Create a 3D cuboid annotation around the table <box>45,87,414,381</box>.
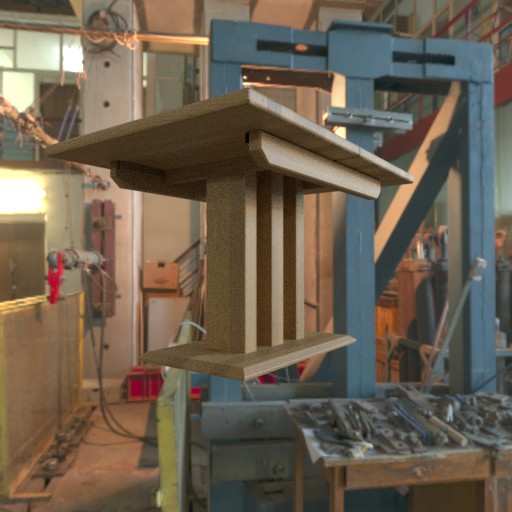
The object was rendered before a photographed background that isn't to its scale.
[{"bbox_3d":[0.000,0.000,1.817,0.900,0.770,1.300,-1,-1,36],"label":"table"}]
